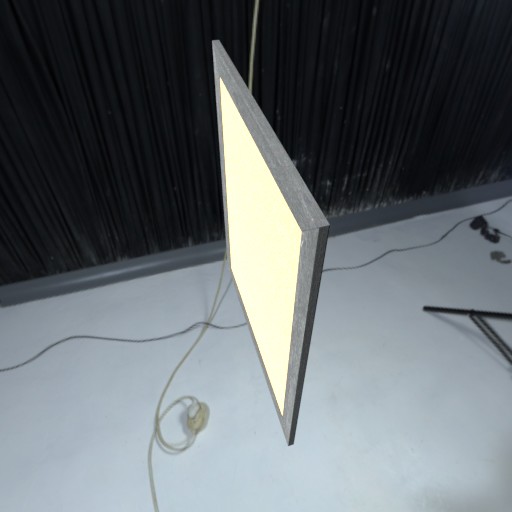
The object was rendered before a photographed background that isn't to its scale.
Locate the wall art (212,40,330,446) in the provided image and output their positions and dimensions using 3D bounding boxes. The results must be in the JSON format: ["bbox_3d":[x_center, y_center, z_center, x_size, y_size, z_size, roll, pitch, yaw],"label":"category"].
[{"bbox_3d":[0.000,0.000,0.794,0.013,0.570,0.476,-12,48,-11],"label":"wall art"}]
